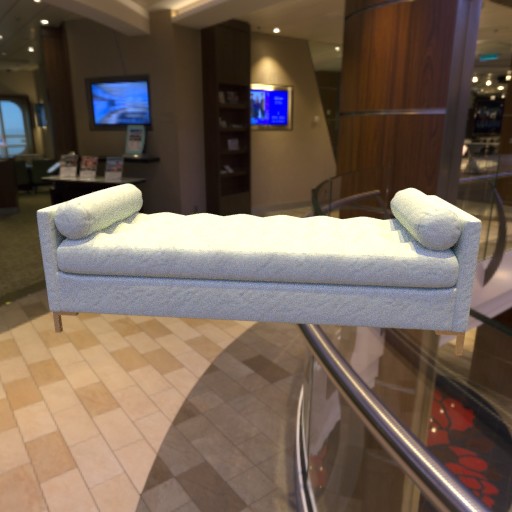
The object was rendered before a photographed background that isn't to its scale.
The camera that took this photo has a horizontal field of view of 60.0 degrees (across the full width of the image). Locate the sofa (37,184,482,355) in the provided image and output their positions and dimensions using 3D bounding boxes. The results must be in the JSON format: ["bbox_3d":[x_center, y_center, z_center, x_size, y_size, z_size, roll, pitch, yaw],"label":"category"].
[{"bbox_3d":[0.000,0.000,2.479,2.102,0.705,0.796,2,16,7],"label":"sofa"}]
